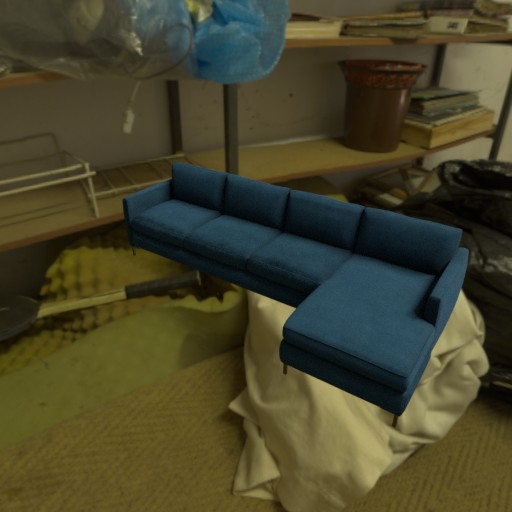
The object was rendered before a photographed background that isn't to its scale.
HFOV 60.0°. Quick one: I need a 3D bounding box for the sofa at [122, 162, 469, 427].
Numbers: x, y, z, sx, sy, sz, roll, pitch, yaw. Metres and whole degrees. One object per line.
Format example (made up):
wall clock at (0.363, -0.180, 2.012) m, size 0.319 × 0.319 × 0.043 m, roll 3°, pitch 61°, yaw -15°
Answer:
sofa at (0.000, 0.000, 3.559) m, size 2.932 × 0.810 × 1.350 m, roll 19°, pitch 34°, yaw 30°
